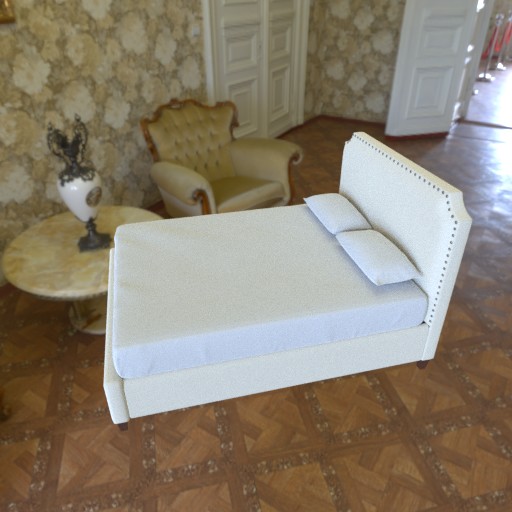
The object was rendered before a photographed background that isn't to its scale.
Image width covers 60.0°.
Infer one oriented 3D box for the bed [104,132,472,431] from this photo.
[{"bbox_3d":[0.000,0.000,3.478,2.329,1.415,1.703,-8,32,-12],"label":"bed"}]
